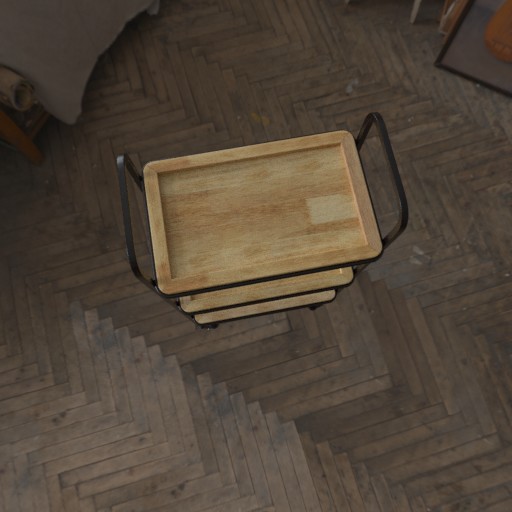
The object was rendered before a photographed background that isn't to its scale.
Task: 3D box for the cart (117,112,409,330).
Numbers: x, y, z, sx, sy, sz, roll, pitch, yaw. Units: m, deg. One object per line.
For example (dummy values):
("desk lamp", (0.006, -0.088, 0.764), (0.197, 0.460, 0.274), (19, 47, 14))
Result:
("cart", (0.000, 0.000, 1.353), (0.545, 1.080, 0.321), (-10, 76, -3))
